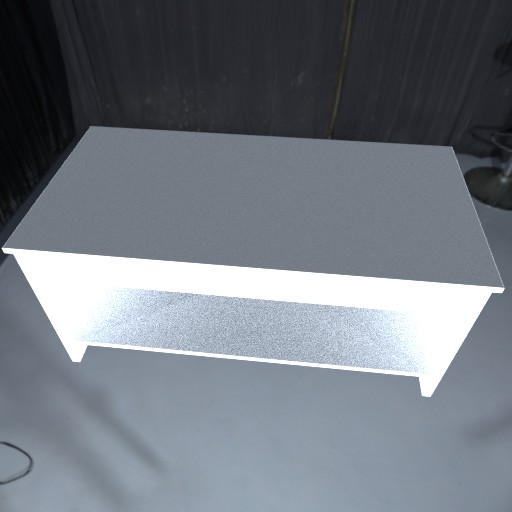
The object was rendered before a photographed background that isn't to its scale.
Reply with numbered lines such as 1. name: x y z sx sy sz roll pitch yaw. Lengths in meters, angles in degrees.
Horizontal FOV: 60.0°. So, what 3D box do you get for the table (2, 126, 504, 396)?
1. table: 0.000 0.000 1.207 1.000 0.441 0.500 4 46 4
